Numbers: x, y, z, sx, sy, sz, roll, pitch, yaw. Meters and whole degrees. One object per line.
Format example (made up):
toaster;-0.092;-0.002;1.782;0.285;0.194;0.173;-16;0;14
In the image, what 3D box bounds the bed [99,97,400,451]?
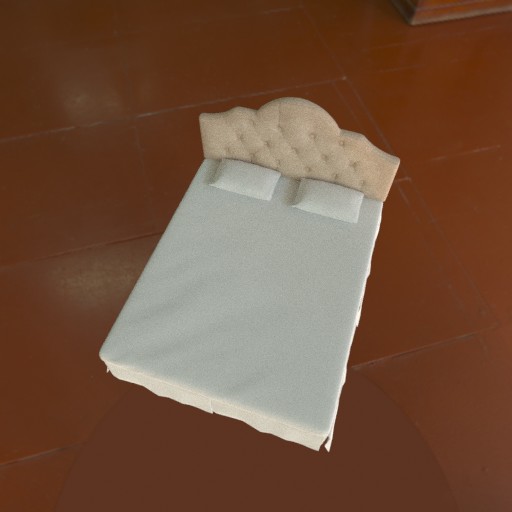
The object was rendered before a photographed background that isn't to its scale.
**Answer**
bed;0.000;0.000;3.090;1.667;1.194;1.970;16;59;10
